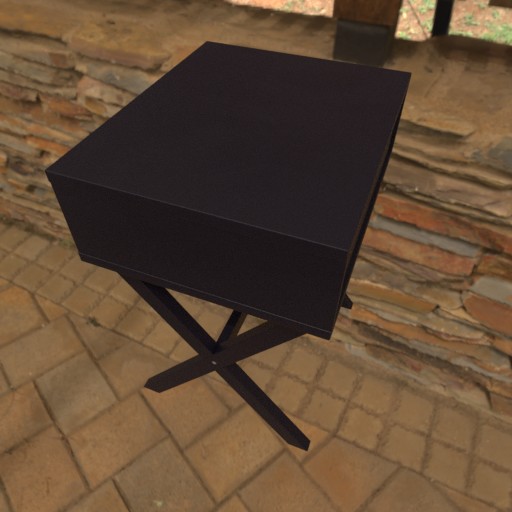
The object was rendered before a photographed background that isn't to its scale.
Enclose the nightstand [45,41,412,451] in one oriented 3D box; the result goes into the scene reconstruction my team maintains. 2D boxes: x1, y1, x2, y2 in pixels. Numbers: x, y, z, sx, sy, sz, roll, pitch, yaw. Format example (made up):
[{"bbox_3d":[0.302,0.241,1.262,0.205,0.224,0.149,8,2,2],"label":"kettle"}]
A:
[{"bbox_3d":[0.000,0.000,0.900,0.402,0.623,0.479,16,48,15],"label":"nightstand"}]
